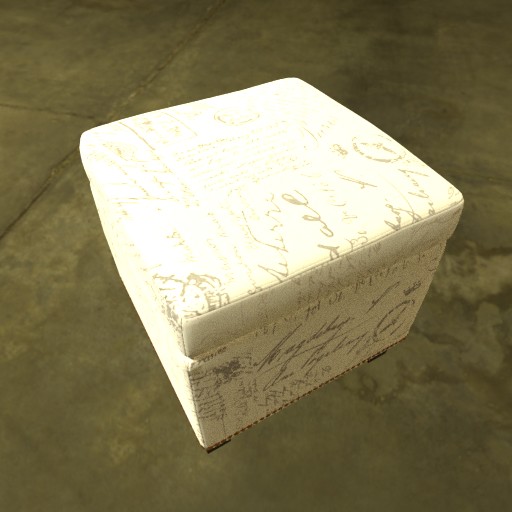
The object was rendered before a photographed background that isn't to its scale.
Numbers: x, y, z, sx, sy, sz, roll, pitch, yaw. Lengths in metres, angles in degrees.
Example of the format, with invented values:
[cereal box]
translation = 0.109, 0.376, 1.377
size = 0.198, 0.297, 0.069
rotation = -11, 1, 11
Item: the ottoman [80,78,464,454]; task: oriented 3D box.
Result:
[ottoman]
translation = 0.000, 0.000, 0.819
size = 0.450, 0.457, 0.449
rotation = -22, 50, -20
